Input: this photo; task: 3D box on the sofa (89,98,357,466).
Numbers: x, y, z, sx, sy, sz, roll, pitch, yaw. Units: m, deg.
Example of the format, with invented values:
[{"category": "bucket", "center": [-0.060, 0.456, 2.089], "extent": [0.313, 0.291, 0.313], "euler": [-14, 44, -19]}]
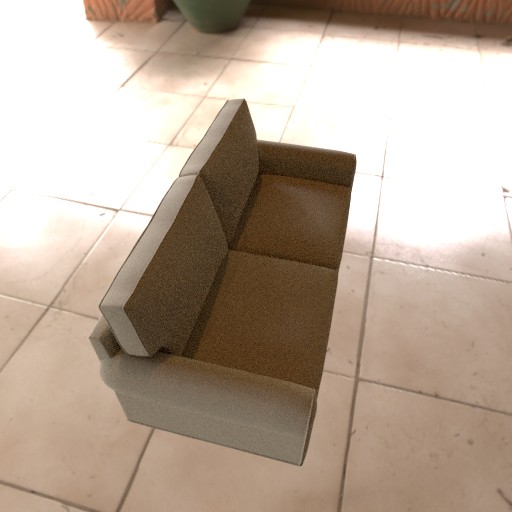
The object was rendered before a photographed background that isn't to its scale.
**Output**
[{"category": "sofa", "center": [0.000, 0.000, 2.278], "extent": [0.861, 0.933, 1.774], "euler": [10, 47, 10]}]
